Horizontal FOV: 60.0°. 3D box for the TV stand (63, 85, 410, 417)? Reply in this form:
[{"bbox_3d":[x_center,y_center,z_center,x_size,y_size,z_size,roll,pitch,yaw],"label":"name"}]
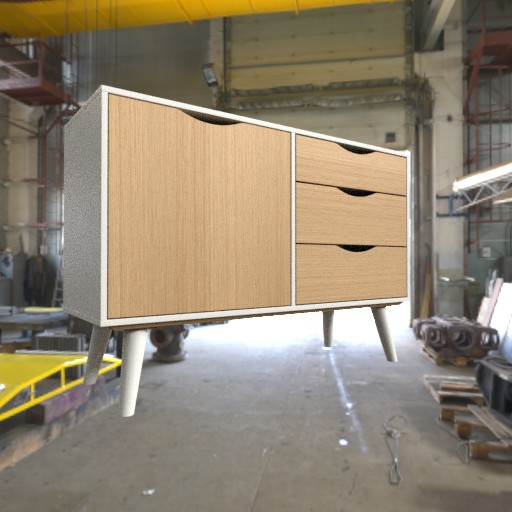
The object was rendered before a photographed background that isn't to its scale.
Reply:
[{"bbox_3d":[0.000,0.000,1.569,1.193,0.812,0.406,0,-1,-35],"label":"TV stand"}]
